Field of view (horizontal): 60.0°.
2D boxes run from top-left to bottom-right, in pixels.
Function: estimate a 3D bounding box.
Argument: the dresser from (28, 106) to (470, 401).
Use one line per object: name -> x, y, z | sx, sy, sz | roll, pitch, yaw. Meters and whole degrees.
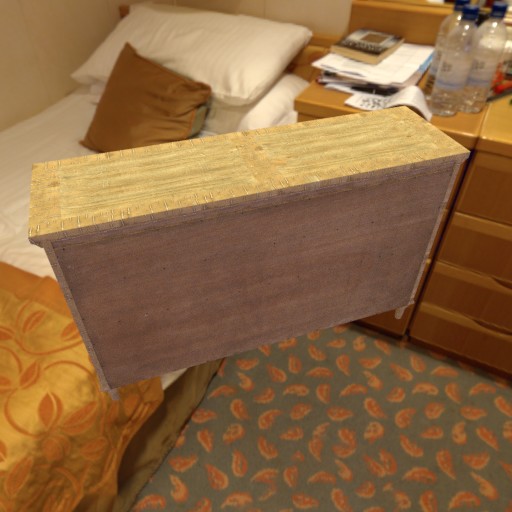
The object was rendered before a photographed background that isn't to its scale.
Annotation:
dresser -> 0.000, 0.000, 2.045 | 1.626, 1.016, 0.457 | -13, 44, -14
